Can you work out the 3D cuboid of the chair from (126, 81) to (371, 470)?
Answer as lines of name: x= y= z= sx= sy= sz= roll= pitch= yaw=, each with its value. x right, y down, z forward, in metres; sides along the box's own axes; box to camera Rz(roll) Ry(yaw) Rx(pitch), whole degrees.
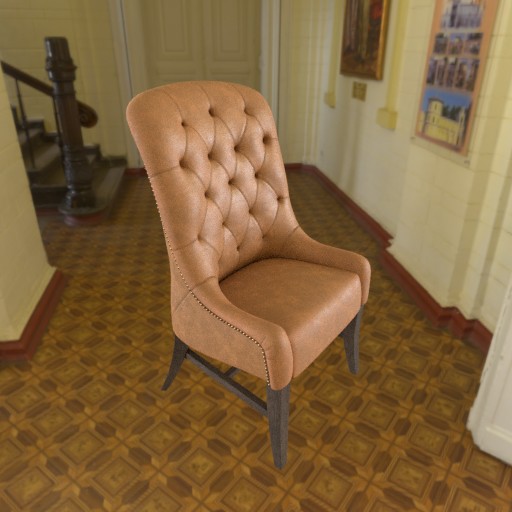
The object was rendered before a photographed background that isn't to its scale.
chair: x=0.000 y=0.000 z=1.521 sx=0.629 sy=1.091 sz=0.634 roll=18 pitch=32 yaw=32
